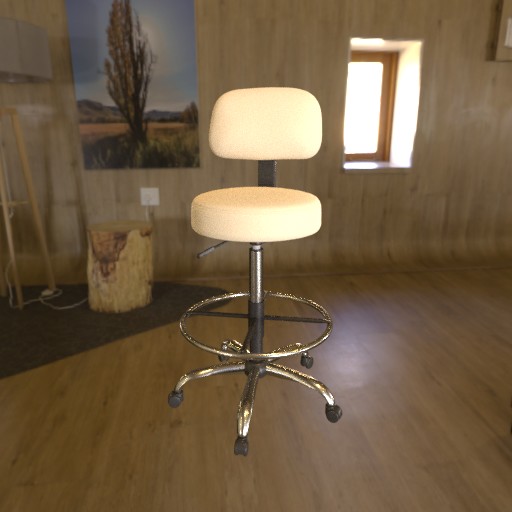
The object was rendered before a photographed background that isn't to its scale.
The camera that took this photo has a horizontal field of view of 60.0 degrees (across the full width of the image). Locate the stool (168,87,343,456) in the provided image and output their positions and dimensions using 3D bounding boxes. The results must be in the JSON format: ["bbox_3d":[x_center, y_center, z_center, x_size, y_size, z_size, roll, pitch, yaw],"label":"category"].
[{"bbox_3d":[0.000,0.000,1.453,0.609,1.080,0.616,3,16,9],"label":"stool"}]
